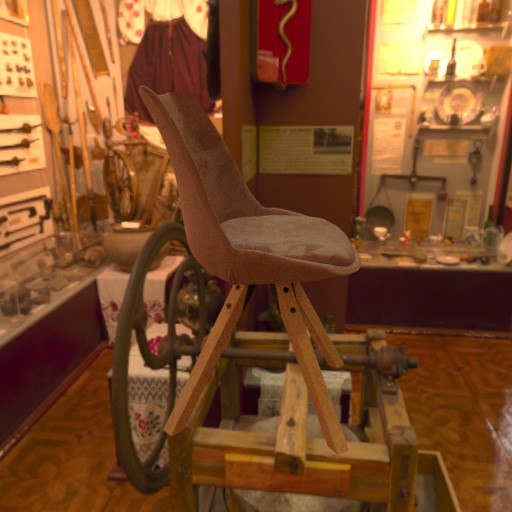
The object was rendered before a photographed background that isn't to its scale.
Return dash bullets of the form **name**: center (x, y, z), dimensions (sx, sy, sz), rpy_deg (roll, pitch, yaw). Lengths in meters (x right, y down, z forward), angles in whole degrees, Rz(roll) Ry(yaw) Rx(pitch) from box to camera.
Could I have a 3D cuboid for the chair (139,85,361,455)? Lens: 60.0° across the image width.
- **chair**: center (0.000, 0.000, 1.193), dimensions (0.550, 0.850, 0.485), rpy_deg (3, 17, 9)
